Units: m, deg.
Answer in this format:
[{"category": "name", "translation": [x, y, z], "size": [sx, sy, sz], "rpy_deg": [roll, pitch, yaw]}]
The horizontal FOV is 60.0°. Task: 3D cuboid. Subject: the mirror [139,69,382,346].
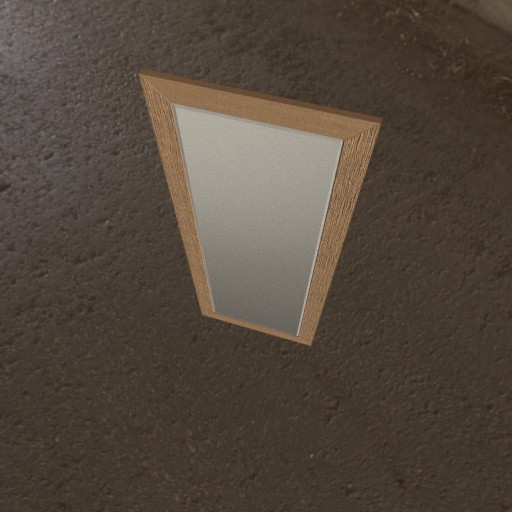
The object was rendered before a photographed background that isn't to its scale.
[{"category": "mirror", "translation": [0.000, 0.000, 2.302], "size": [0.812, 2.031, 0.026], "rpy_deg": [15, 60, 9]}]
